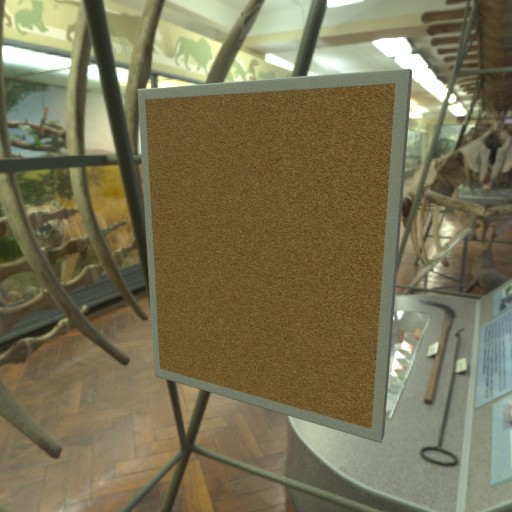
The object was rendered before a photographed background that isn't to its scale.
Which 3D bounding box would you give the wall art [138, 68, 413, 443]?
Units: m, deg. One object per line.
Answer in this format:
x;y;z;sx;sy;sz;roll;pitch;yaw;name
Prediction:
0.000;0.000;0.724;0.444;0.536;0.020;7;15;27;wall art
